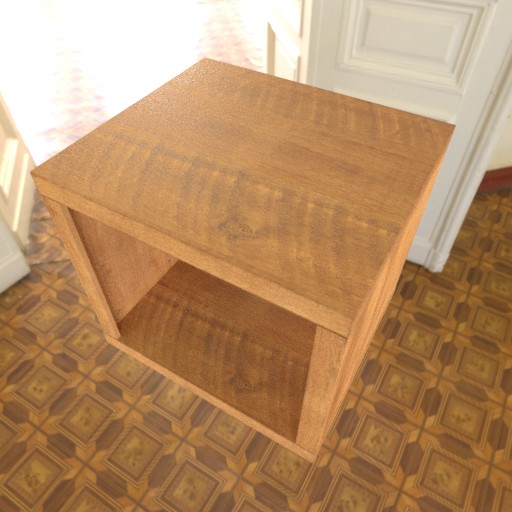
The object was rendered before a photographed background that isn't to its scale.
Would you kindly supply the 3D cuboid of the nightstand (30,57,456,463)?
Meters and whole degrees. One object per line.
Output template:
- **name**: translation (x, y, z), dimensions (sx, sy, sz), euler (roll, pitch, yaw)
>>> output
- **nightstand**: translation (0.000, 0.000, 0.850), dimensions (0.493, 0.491, 0.436), euler (24, 52, 20)
